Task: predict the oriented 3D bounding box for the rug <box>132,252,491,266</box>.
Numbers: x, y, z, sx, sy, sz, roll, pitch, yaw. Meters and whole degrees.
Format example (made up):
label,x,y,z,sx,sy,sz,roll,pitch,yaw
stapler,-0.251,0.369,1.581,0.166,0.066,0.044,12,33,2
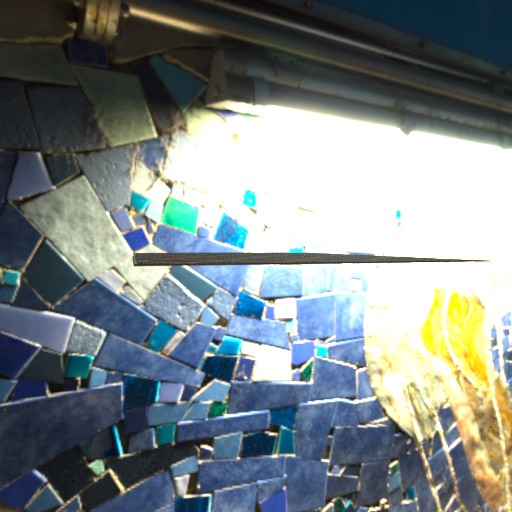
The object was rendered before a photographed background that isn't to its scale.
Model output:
label,x,y,z,sx,sy,sz,roll,pitch,yaw
rug,0.000,0.000,2.831,1.522,0.008,2.284,0,1,-16
